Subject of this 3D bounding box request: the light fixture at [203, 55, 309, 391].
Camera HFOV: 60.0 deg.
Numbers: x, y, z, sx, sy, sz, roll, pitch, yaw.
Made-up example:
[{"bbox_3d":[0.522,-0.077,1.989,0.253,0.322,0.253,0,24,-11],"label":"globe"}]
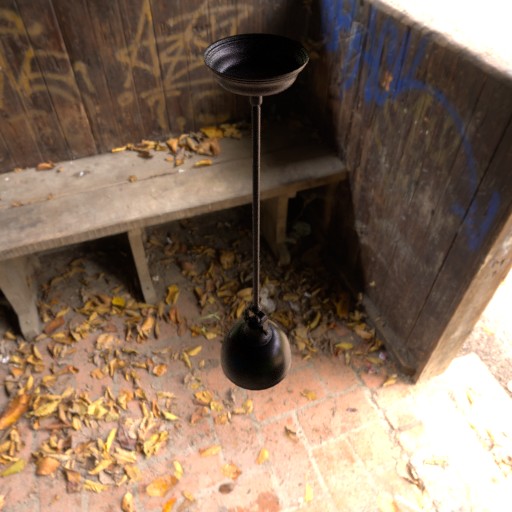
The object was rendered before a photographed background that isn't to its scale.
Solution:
[{"bbox_3d":[0.000,0.000,0.854,0.182,0.768,0.182,33,55,27],"label":"light fixture"}]
